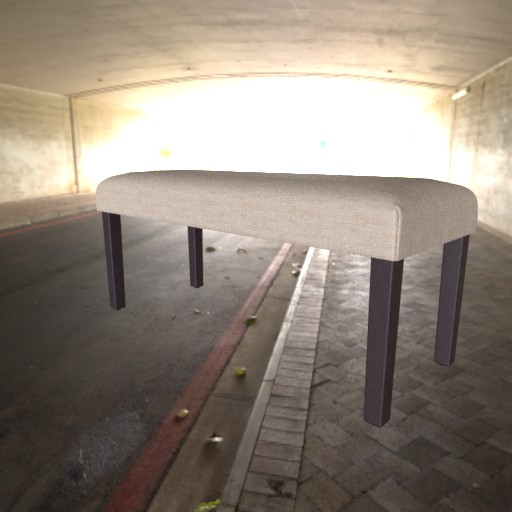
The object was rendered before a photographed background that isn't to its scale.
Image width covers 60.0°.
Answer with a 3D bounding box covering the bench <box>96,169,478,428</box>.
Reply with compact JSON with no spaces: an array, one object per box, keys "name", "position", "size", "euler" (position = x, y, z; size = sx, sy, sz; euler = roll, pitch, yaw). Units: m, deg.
[{"name":"bench","position":[0.000,0.000,1.233],"size":[1.013,0.456,0.407],"euler":[12,17,42]}]
